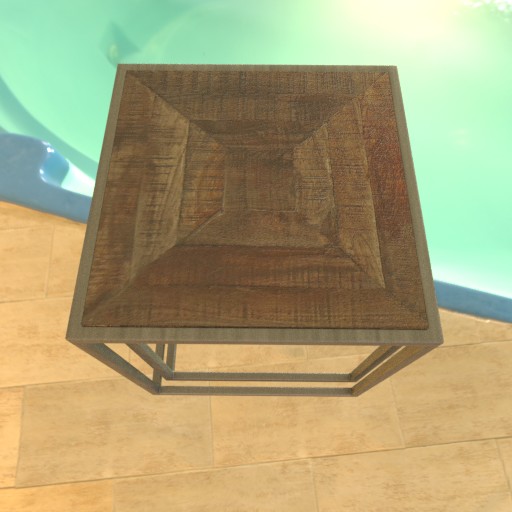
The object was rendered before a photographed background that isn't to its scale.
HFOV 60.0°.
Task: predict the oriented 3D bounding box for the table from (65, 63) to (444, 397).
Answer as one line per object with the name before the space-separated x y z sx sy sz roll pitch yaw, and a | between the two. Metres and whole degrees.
table | 0.000 0.000 0.841 0.449 0.500 0.450 0 65 0
